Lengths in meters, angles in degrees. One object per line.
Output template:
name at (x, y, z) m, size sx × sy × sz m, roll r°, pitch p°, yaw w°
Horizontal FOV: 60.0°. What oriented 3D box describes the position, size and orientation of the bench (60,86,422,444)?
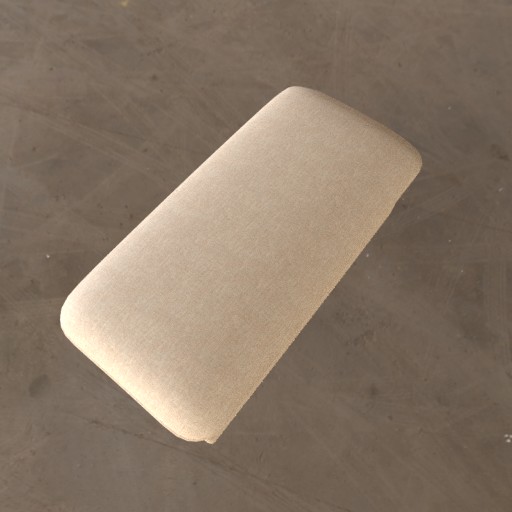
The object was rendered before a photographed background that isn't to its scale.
bench at (0.000, 0.000, 1.283) m, size 0.483 × 0.483 × 0.991 m, roll 35°, pitch 68°, yaw 16°
